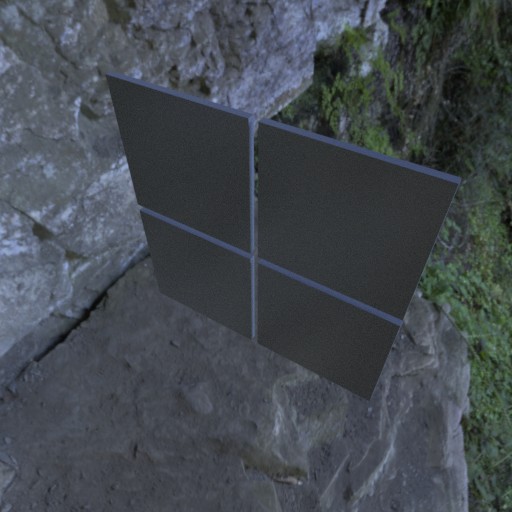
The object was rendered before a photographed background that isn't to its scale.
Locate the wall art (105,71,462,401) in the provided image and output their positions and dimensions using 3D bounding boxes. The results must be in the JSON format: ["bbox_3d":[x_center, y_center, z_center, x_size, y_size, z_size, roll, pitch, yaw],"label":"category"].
[{"bbox_3d":[0.000,0.000,1.643,1.118,1.118,0.029,24,51,21],"label":"wall art"}]
